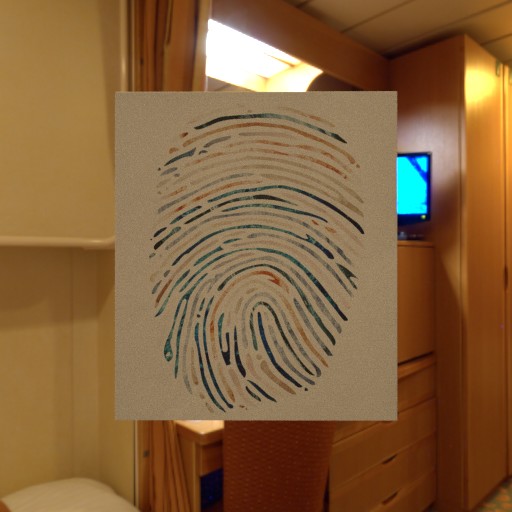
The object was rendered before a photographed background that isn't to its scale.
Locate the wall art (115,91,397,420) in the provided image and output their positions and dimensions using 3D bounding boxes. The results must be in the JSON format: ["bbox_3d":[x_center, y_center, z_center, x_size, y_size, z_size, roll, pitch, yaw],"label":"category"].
[{"bbox_3d":[0.000,0.000,0.967,0.609,0.710,0.021,0,0,0],"label":"wall art"}]
